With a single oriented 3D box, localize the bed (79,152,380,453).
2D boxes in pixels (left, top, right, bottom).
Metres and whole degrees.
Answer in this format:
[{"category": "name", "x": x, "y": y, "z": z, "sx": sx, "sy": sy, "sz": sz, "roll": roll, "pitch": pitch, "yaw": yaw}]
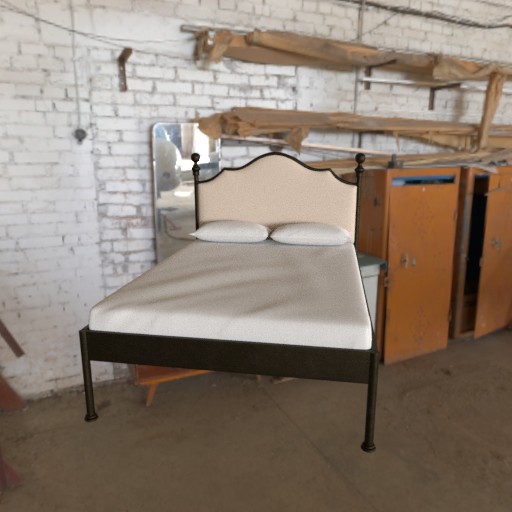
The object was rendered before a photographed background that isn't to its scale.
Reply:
[{"category": "bed", "x": 0.000, "y": 0.000, "z": 3.279, "sx": 1.642, "sy": 1.499, "sz": 2.224, "roll": 2, "pitch": 14, "yaw": 9}]
